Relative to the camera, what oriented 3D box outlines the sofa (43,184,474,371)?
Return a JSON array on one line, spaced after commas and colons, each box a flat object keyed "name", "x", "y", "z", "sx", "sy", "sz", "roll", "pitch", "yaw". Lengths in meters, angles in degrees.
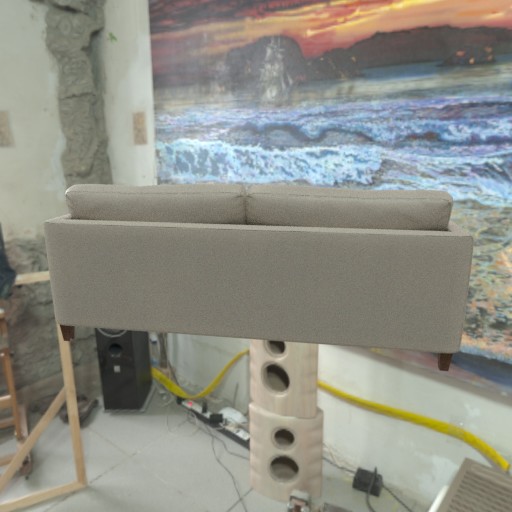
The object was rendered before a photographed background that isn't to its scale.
[{"name": "sofa", "x": 0.000, "y": 0.000, "z": 2.870, "sx": 2.361, "sy": 0.968, "sz": 0.951, "roll": 2, "pitch": 15, "yaw": 9}]
